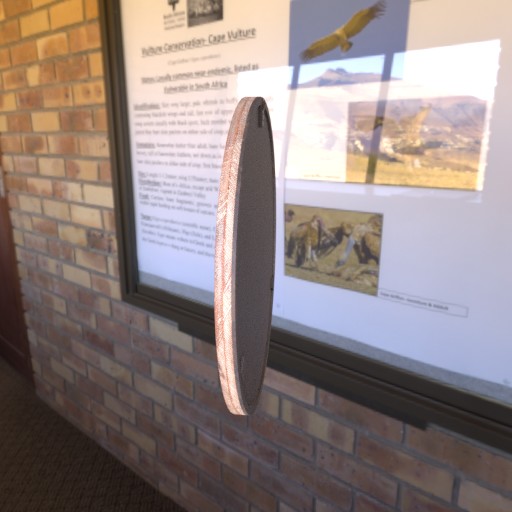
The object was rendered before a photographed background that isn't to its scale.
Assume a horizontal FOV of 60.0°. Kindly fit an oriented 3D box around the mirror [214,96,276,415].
[{"bbox_3d":[0.000,0.000,1.051,0.038,0.710,0.710,2,15,8],"label":"mirror"}]
